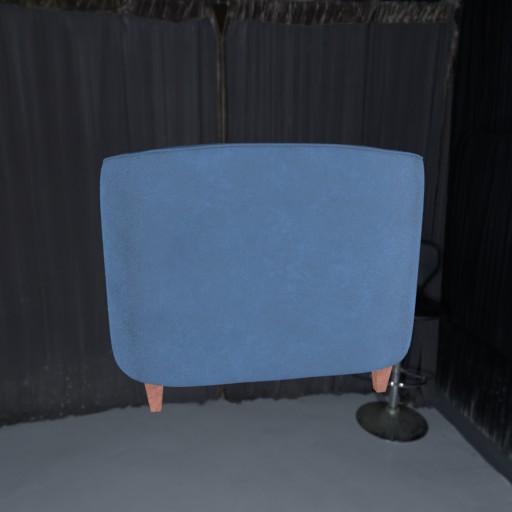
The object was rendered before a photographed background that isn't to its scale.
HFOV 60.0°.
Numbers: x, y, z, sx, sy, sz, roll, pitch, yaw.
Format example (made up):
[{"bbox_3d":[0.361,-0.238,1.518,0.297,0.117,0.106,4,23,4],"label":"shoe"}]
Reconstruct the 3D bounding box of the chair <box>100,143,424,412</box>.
[{"bbox_3d":[0.000,0.000,1.768,1.094,0.852,0.940,-2,13,-9],"label":"chair"}]
